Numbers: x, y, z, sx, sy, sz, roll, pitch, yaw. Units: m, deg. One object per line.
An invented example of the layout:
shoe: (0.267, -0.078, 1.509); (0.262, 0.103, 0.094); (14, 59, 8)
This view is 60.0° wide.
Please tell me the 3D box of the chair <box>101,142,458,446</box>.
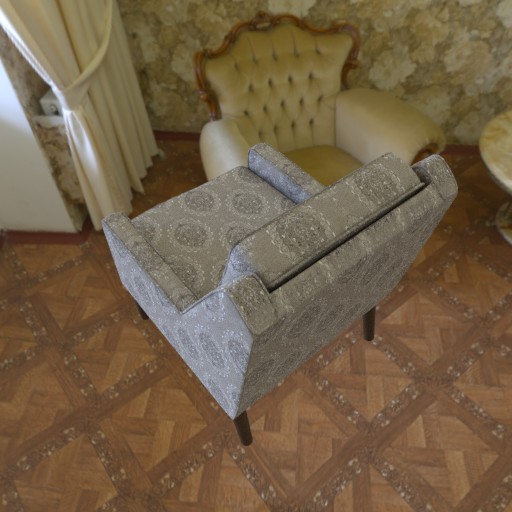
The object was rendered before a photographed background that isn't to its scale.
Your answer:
chair: (0.000, 0.000, 1.351); (0.665, 0.797, 0.750); (-32, 55, -26)
